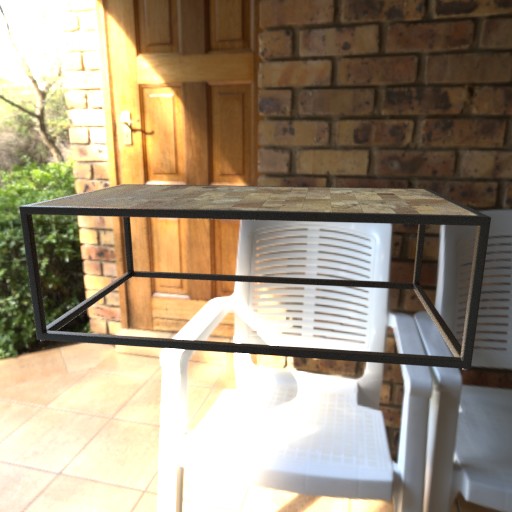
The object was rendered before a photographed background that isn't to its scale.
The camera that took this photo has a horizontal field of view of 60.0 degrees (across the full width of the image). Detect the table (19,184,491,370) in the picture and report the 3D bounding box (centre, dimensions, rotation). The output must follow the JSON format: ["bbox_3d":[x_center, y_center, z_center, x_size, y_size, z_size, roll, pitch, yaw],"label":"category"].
[{"bbox_3d":[0.000,0.000,1.472,1.199,0.398,0.649,2,15,8],"label":"table"}]
